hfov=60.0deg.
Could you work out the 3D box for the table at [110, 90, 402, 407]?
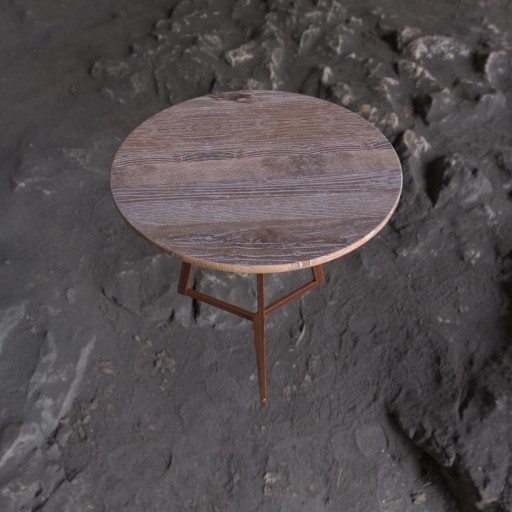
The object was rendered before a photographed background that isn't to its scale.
[{"bbox_3d":[0.000,0.000,0.956,0.500,0.500,0.500,0,47,0],"label":"table"}]
